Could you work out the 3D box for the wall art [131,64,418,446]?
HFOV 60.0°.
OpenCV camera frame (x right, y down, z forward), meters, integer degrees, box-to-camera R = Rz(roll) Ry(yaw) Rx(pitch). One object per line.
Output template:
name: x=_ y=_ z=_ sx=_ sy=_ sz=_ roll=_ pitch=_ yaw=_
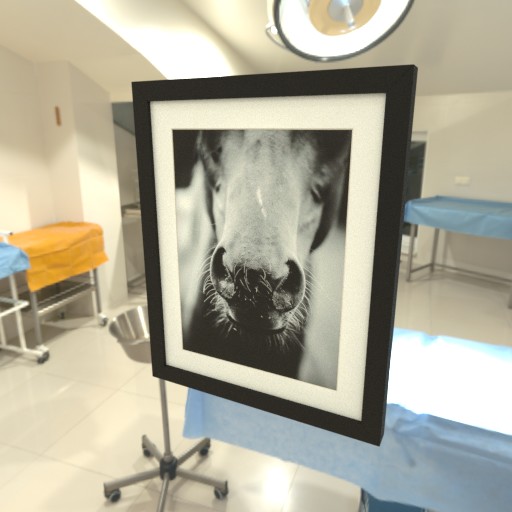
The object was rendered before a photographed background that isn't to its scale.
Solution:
wall art: x=0.000 y=0.000 z=0.533 sx=0.329 sy=0.404 sz=0.024 roll=8 pitch=18 yaw=26
